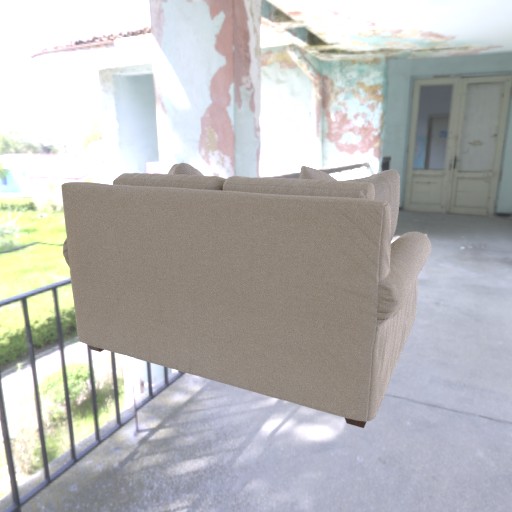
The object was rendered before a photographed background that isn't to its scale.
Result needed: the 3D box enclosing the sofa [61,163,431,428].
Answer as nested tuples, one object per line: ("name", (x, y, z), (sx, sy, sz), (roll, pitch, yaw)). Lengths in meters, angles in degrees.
("sofa", (0.000, 0.000, 2.192), (1.550, 0.905, 1.070), (7, 16, 26))
